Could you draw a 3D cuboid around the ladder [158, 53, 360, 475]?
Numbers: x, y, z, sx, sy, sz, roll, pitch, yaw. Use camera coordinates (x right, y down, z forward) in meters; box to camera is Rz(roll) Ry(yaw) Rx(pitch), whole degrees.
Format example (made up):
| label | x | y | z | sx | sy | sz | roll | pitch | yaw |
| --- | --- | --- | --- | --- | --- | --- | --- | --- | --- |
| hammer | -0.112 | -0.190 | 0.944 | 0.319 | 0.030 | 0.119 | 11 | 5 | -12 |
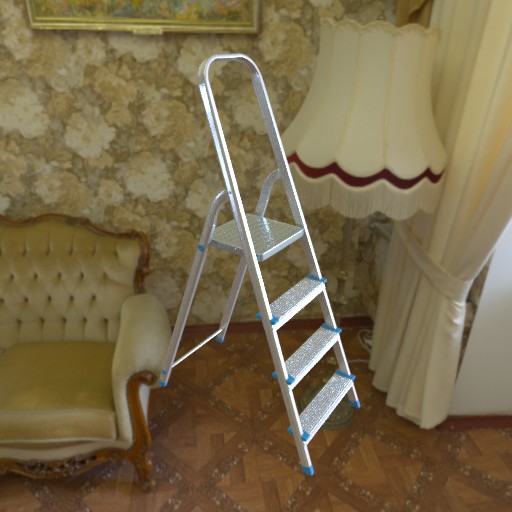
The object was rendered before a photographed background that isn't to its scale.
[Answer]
| label | x | y | z | sx | sy | sz | roll | pitch | yaw |
| --- | --- | --- | --- | --- | --- | --- | --- | --- | --- |
| ladder | 0.000 | 0.000 | 1.734 | 0.842 | 1.434 | 0.445 | 18 | 32 | 32 |
